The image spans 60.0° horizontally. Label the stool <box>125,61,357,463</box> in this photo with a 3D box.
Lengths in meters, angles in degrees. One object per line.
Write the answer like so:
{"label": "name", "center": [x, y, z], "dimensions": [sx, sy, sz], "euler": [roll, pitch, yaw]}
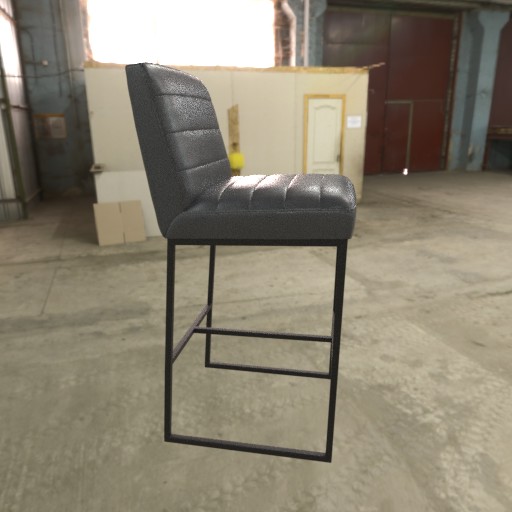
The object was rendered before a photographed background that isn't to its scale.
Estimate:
{"label": "stool", "center": [0.000, 0.000, 1.323], "dimensions": [0.552, 1.040, 0.457], "euler": [3, 17, 10]}
